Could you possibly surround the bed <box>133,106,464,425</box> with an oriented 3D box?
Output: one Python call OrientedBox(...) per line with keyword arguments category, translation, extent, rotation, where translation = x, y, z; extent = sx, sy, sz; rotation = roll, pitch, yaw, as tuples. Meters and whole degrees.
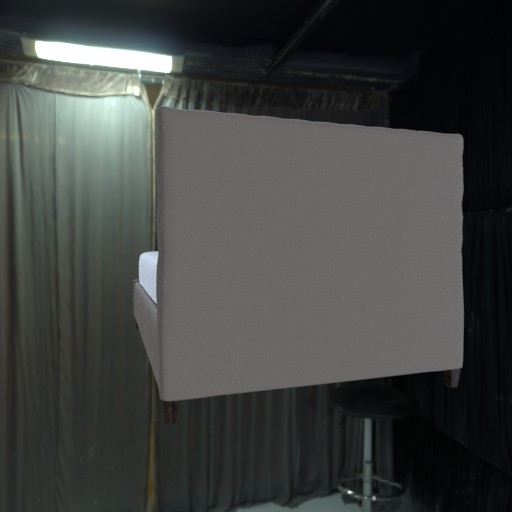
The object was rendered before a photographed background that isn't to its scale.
OrientedBox(category="bed", translation=(0.000, 0.000, 3.334), extent=(1.698, 1.427, 2.387), rotation=(-1, 2, -18))
